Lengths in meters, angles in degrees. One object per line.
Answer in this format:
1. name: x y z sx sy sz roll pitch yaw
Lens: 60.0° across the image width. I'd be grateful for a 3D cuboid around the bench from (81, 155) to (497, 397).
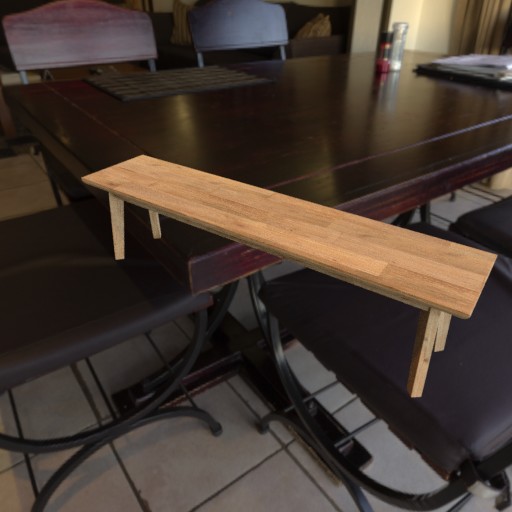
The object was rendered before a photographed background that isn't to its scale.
1. bench: 0.000 0.000 1.870 1.698 0.431 0.378 21 38 29
